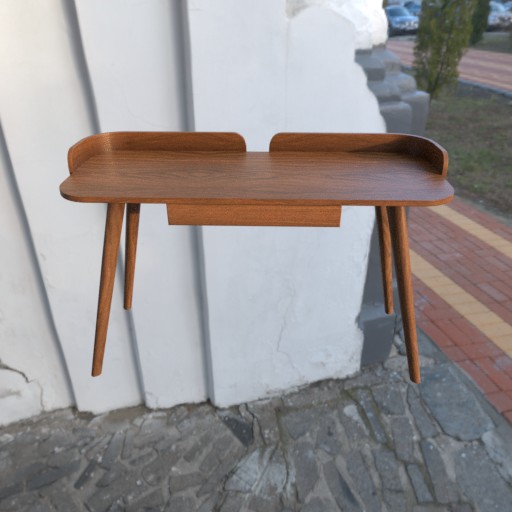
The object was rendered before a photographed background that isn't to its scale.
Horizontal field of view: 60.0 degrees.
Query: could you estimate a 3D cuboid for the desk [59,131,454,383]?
[{"bbox_3d":[0.000,0.000,1.662,1.256,0.800,0.486,1,30,1],"label":"desk"}]
